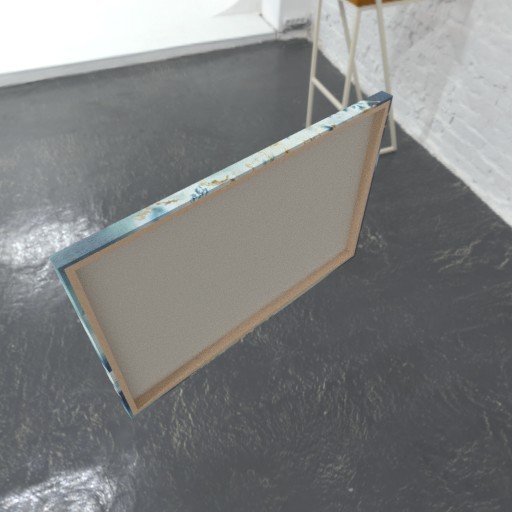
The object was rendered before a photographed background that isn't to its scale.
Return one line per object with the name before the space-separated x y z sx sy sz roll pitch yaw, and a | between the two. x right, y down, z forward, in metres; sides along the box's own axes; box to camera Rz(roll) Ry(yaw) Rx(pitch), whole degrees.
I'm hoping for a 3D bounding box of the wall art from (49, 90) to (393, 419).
wall art | 0.000 0.000 1.178 0.912 0.608 0.038 -32 55 -27
